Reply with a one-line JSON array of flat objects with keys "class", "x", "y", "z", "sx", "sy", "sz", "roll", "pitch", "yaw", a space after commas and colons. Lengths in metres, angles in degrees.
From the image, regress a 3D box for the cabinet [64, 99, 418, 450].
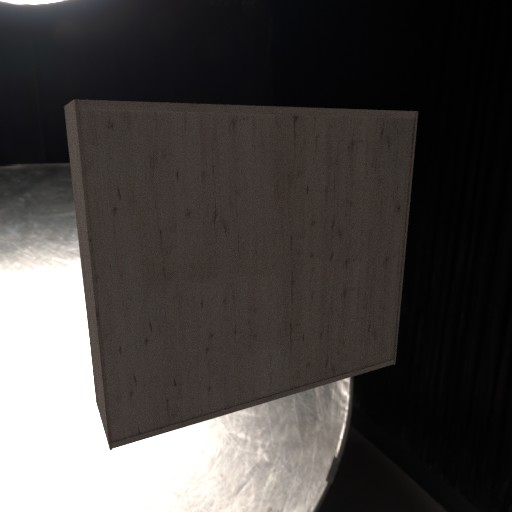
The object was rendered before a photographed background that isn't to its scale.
[{"class": "cabinet", "x": 0.000, "y": 0.000, "z": 3.461, "sx": 2.500, "sy": 2.180, "sz": 0.660, "roll": -8, "pitch": 17, "yaw": -26}]
